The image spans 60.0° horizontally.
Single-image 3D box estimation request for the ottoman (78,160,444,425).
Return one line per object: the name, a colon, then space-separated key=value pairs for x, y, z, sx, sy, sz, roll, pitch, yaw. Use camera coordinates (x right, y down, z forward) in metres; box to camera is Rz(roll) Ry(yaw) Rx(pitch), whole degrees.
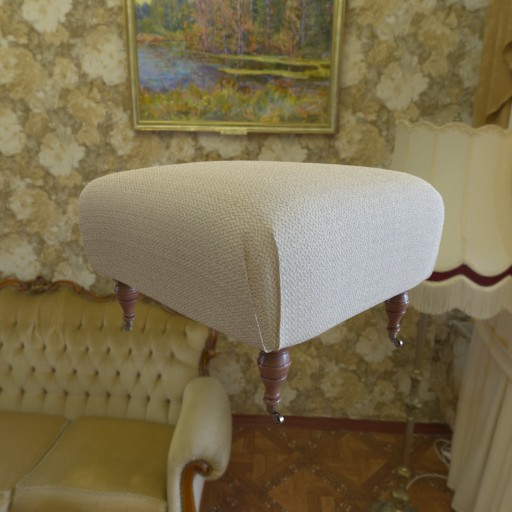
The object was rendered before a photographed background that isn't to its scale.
ottoman: x=0.000 y=0.000 z=1.074 sx=0.622 sy=0.447 sz=0.684 roll=-14 pitch=21 yaw=-42
